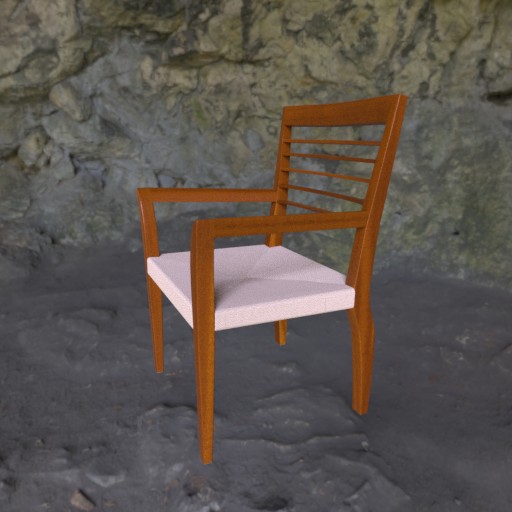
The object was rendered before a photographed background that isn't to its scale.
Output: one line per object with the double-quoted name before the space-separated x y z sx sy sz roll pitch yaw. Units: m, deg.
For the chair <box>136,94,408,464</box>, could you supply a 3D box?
"chair" 0.000 0.000 1.275 0.540 0.855 0.587 -7 17 -25
